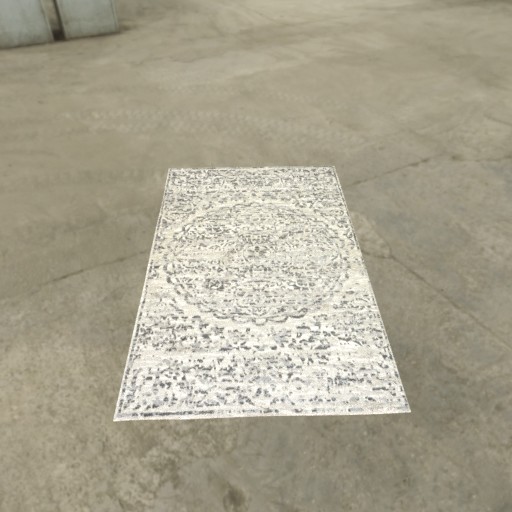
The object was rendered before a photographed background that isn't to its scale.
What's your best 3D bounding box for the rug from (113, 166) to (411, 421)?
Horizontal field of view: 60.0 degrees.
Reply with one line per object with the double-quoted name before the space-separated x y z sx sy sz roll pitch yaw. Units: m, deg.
"rug" 0.000 0.000 3.173 1.527 0.021 2.447 -1 42 -1
